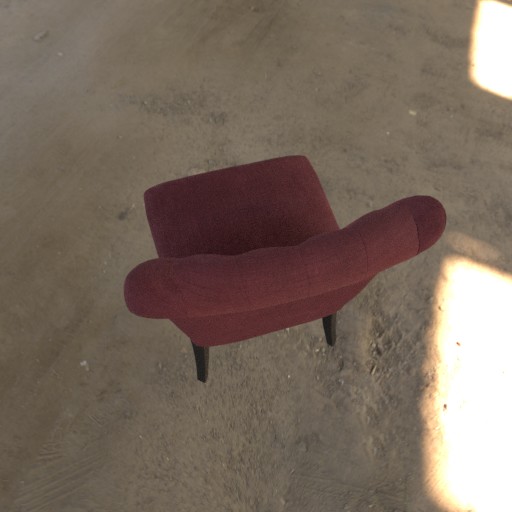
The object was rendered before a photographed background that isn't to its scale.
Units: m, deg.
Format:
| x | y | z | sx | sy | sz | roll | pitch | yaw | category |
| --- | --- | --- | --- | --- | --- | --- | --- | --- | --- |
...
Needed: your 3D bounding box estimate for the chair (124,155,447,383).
| x | y | z | sx | sy | sz | roll | pitch | yaw | category |
| --- | --- | --- | --- | --- | --- | --- | --- | --- | --- |
| 0.000 | 0.000 | 1.174 | 0.582 | 0.750 | 0.605 | -14 | 58 | -9 | chair |
